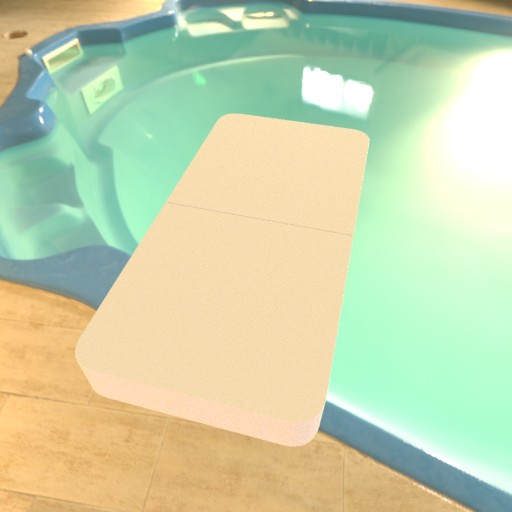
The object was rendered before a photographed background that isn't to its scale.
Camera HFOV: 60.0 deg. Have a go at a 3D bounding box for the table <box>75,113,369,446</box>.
[{"bbox_3d":[0.000,0.000,1.493,0.600,0.340,1.200,11,48,10],"label":"table"}]
